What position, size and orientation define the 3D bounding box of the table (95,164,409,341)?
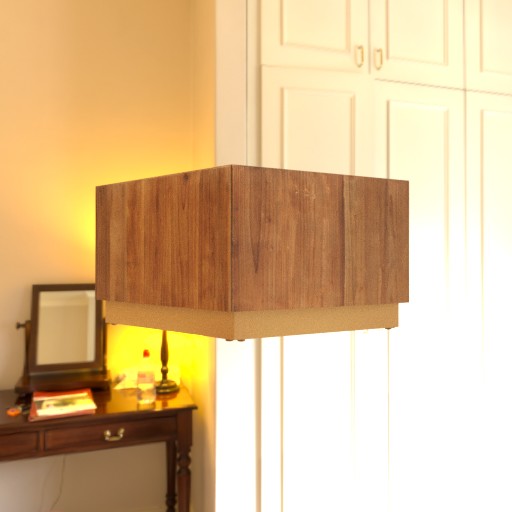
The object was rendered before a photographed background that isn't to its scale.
[{"bbox_3d":[0.000,0.000,1.688,1.154,0.456,1.000,0,0,36],"label":"table"}]
